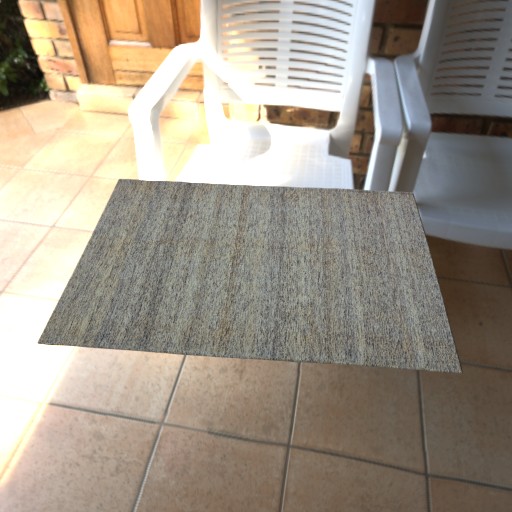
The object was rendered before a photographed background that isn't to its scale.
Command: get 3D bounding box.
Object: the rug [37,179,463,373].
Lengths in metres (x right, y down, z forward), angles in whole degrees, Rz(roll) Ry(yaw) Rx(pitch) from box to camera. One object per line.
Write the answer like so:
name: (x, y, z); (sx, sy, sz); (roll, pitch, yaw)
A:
rug: (0.000, 0.000, 2.339); (1.846, 0.014, 1.243); (3, 46, 3)
